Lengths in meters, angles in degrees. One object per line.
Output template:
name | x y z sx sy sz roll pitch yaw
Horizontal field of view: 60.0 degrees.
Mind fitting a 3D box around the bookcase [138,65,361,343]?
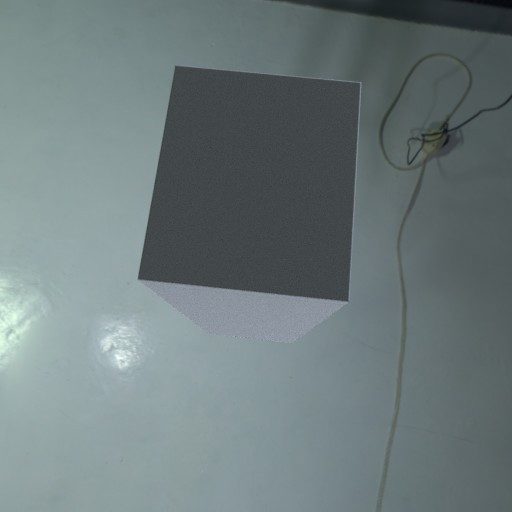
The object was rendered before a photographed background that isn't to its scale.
bookcase | 0.000 0.000 1.256 0.330 1.080 0.390 6 76 2
